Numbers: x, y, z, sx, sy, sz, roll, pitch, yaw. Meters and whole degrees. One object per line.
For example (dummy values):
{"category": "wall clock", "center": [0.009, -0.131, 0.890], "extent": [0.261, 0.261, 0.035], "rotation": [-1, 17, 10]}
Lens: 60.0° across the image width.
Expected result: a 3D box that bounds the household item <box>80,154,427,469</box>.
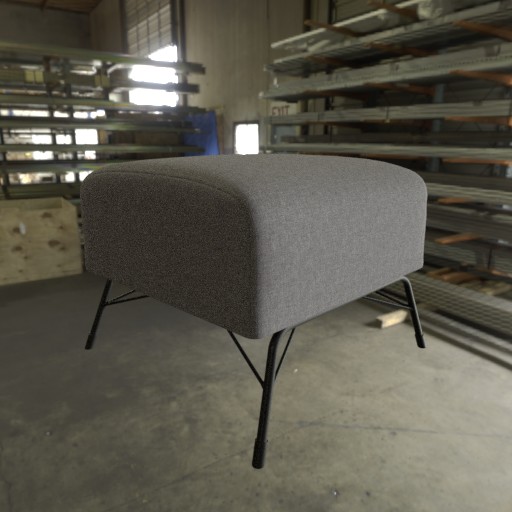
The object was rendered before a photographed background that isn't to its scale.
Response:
{"category": "household item", "center": [0.000, 0.000, 0.913], "extent": [0.530, 0.410, 0.530], "rotation": [14, 20, 43]}
